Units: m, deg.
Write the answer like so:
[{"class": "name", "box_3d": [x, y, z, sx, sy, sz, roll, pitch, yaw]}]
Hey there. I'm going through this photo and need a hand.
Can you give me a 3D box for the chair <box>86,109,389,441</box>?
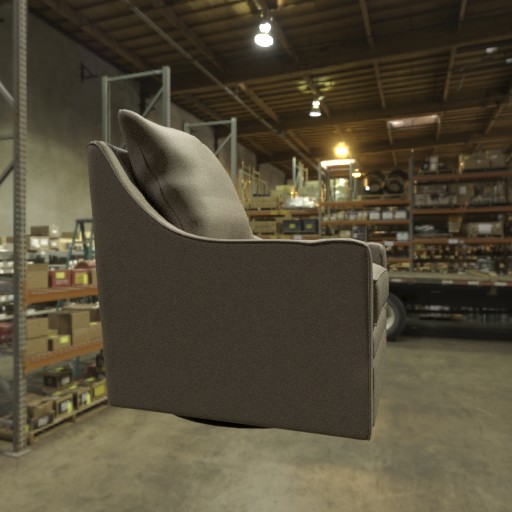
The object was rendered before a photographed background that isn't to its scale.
[{"class": "chair", "box_3d": [0.000, 0.000, 1.560, 0.876, 0.942, 0.760, 0, 1, 19]}]
